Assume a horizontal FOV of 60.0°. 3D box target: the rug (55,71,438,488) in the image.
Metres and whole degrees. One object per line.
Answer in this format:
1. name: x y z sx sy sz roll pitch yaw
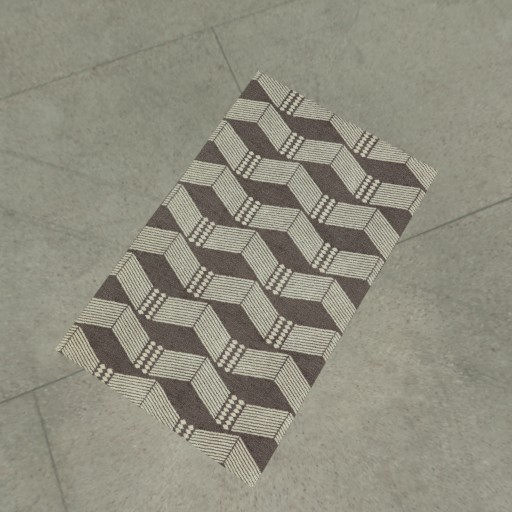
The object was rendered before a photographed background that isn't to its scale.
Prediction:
1. rug: 0.000 0.000 2.996 1.517 0.011 2.435 32 78 7
